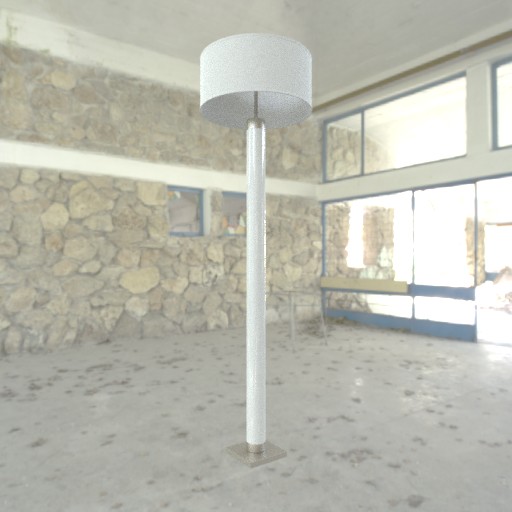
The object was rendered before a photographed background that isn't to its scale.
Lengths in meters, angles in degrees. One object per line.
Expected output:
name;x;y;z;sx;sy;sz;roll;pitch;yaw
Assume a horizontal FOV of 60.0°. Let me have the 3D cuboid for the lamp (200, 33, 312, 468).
lamp;0.000;0.000;1.651;0.420;1.475;0.420;1;-1;-36
